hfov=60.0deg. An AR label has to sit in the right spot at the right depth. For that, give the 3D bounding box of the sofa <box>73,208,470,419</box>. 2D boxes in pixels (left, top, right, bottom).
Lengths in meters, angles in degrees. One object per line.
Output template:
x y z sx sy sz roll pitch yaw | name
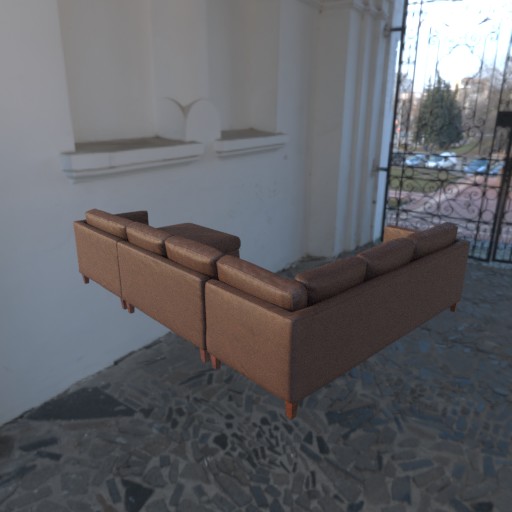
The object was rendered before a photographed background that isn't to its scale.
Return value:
0.000 0.000 4.764 2.593 0.923 3.460 -16 24 -40 | sofa
